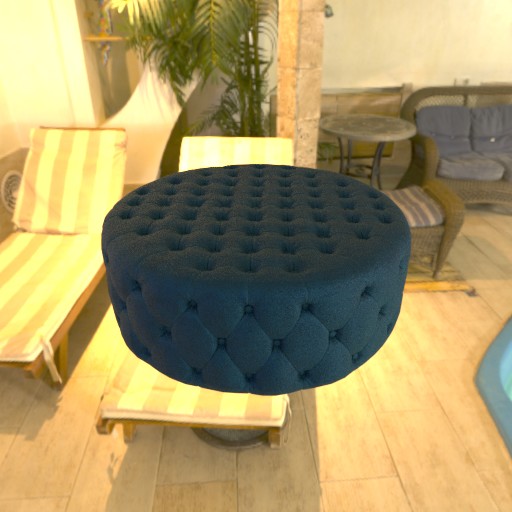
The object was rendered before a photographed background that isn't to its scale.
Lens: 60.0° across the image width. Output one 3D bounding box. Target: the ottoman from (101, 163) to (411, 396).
[{"bbox_3d":[0.000,0.000,1.518,0.998,0.398,0.998,0,29,0],"label":"ottoman"}]
